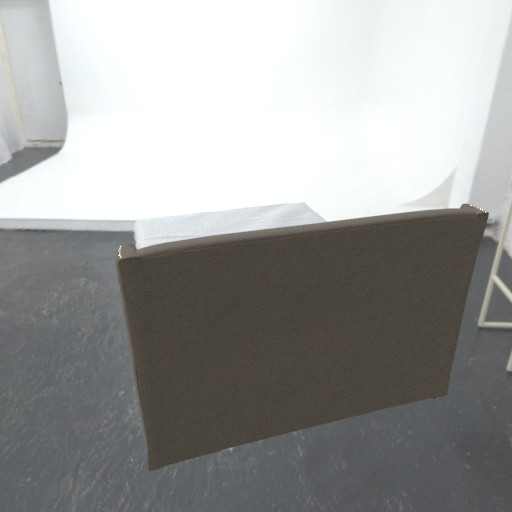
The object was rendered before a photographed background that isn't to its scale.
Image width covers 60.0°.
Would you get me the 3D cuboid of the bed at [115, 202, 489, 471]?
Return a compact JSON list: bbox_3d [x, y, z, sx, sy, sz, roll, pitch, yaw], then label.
[{"bbox_3d":[0.000,0.000,3.330,1.925,1.332,2.276,-8,27,-15],"label":"bed"}]
